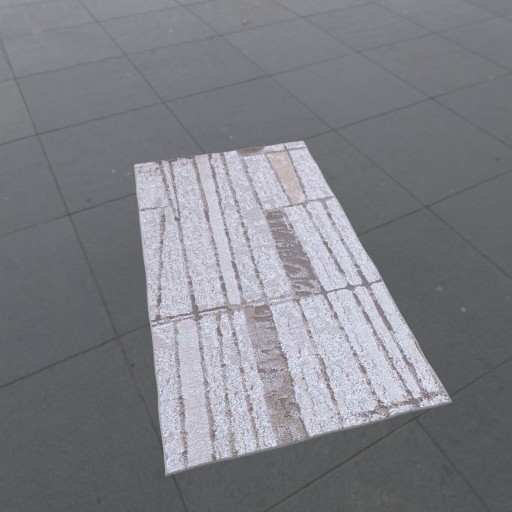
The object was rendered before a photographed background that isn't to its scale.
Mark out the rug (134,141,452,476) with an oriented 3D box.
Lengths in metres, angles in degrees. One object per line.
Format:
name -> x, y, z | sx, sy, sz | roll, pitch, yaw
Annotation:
rug -> 0.000, 0.000, 1.038 | 0.515, 0.007, 0.867 | -10, 48, -9
